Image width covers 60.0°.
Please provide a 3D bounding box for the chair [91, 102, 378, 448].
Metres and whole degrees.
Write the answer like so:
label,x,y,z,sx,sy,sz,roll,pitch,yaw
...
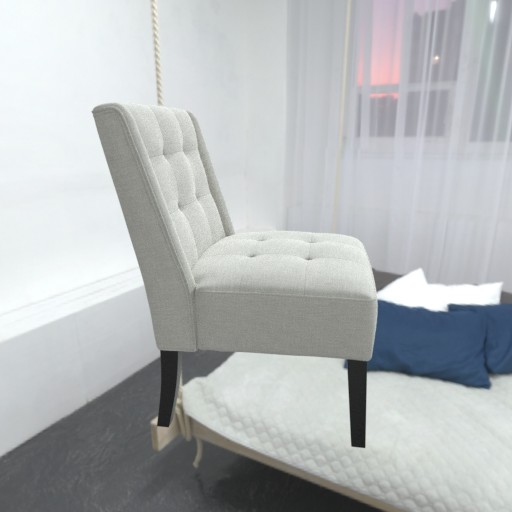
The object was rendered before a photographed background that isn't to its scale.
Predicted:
label,x,y,z,sx,sy,sz,roll,pitch,yaw
chair,0.000,0.000,1.320,0.676,0.853,0.569,3,16,9
